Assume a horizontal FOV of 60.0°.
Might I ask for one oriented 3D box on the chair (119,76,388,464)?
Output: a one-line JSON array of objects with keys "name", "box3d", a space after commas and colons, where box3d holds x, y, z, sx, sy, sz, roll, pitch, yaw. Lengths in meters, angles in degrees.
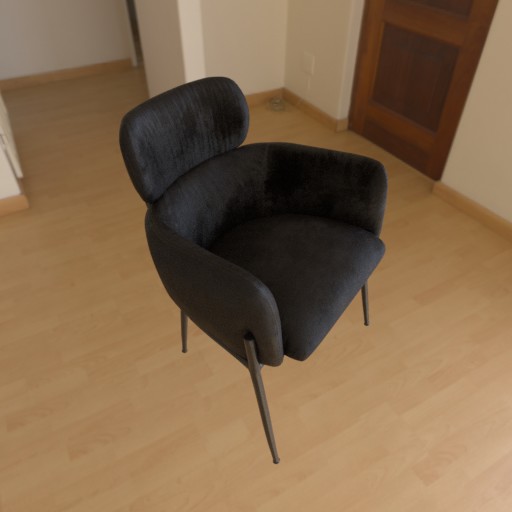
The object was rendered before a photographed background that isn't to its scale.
[{"name": "chair", "box3d": [0.000, 0.000, 1.270, 0.604, 0.818, 0.640, 25, 47, 26]}]
